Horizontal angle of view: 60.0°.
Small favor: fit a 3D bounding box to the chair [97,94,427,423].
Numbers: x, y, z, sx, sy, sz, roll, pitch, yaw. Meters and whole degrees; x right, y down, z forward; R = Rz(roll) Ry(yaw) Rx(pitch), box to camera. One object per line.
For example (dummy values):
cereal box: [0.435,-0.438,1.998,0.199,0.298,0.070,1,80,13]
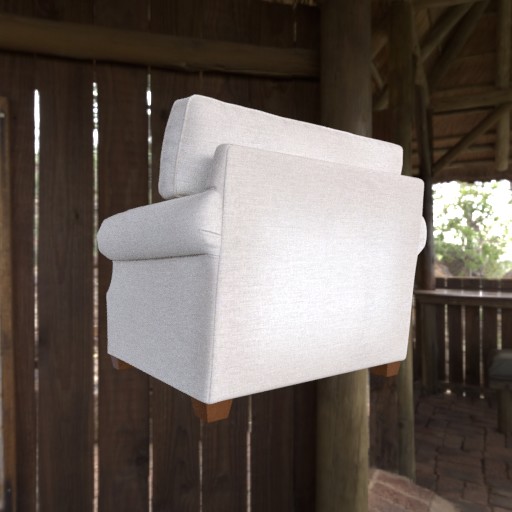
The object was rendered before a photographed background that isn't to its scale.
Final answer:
chair: [0.000,0.000,1.823,1.092,0.961,0.965,0,0,-37]
